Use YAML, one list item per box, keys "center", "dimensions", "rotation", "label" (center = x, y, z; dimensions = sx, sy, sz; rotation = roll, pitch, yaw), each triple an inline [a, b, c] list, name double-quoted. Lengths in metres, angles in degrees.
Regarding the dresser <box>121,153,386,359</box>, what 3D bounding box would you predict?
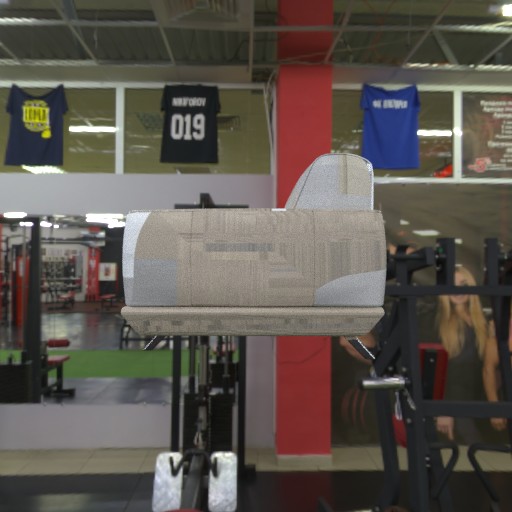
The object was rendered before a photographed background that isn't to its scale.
- center: [0.000, 0.000, 5.953]
  dimensions: [2.251, 1.863, 4.679]
  rotation: [0, -1, 1]
  label: "dresser"
